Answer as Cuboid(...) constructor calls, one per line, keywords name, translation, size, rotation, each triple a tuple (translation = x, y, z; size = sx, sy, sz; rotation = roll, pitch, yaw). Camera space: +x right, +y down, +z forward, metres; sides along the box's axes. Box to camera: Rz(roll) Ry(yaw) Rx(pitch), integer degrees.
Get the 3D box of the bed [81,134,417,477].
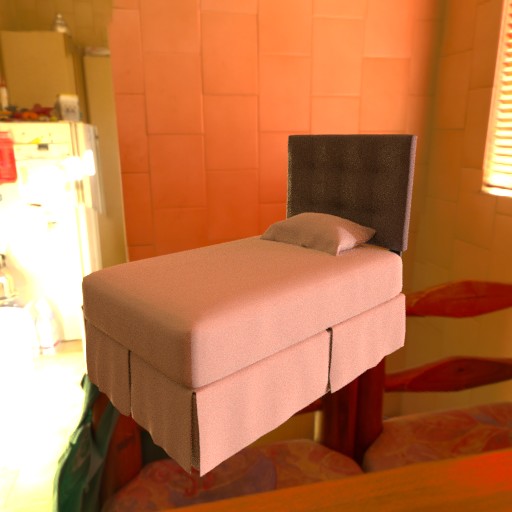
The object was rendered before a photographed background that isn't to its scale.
Cuboid(name="bed", translation=(0.000, 0.000, 2.955), size=(1.997, 1.571, 1.261), rotation=(-14, 20, -42))
